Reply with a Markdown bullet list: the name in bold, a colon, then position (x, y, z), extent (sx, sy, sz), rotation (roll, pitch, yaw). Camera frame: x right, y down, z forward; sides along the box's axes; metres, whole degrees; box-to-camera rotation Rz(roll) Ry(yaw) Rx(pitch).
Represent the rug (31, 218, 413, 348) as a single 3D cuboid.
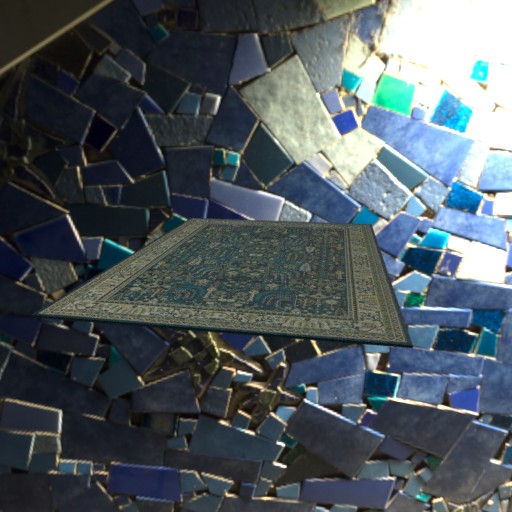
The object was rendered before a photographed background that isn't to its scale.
- **rug**: position (0.000, 0.000, 2.840), extent (1.594, 0.013, 2.213), rotation (3, 16, 10)
